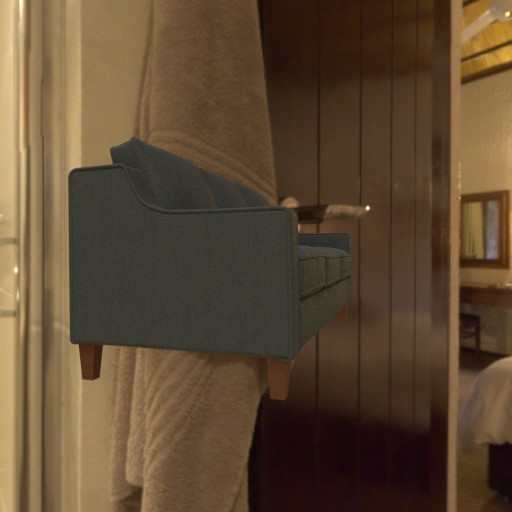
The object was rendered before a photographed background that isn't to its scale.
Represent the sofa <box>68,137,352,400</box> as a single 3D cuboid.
[{"bbox_3d":[0.000,0.000,2.535,0.911,0.974,1.986,0,0,18],"label":"sofa"}]
